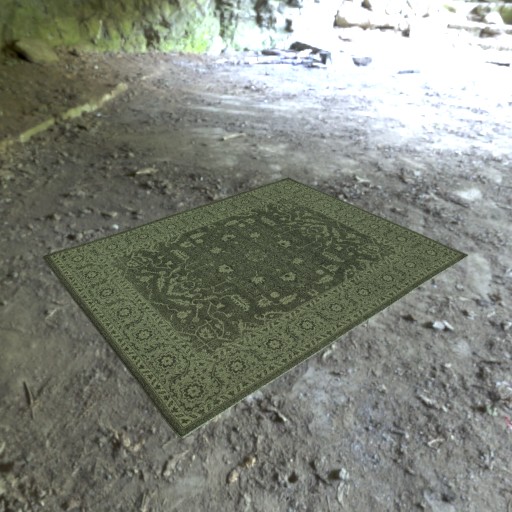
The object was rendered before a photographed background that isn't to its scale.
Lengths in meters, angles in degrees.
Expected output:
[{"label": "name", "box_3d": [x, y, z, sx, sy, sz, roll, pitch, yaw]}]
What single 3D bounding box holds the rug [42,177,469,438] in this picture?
[{"label": "rug", "box_3d": [0.000, 0.000, 4.059, 3.069, 0.026, 2.451, -23, 39, -32]}]
